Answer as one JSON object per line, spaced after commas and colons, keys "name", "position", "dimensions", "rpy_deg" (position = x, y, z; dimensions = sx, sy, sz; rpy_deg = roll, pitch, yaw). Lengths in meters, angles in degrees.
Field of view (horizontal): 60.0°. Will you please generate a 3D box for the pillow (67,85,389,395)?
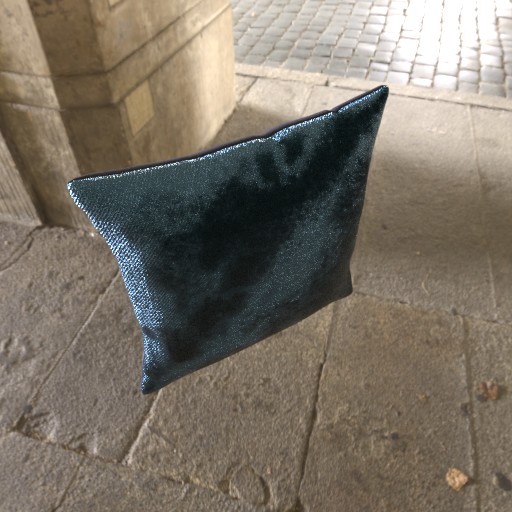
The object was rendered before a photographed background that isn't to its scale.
{"name": "pillow", "position": [0.000, 0.000, 0.659], "dimensions": [0.436, 0.430, 0.138], "rpy_deg": [-22, 49, -20]}
